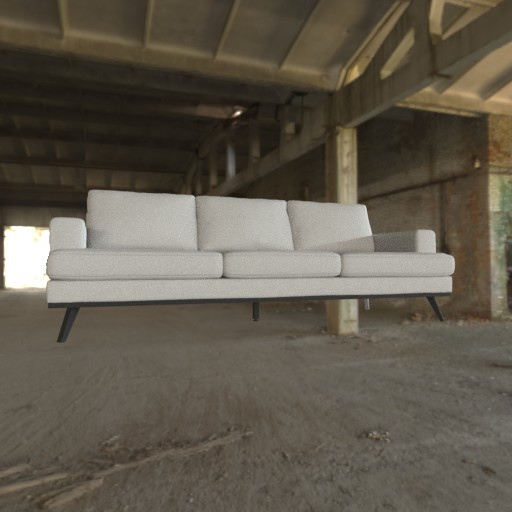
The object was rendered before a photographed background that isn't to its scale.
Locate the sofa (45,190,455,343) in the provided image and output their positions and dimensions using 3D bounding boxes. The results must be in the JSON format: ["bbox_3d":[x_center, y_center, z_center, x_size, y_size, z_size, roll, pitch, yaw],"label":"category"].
[{"bbox_3d":[0.000,0.000,2.765,2.310,0.810,0.920,0,-1,-20],"label":"sofa"}]
